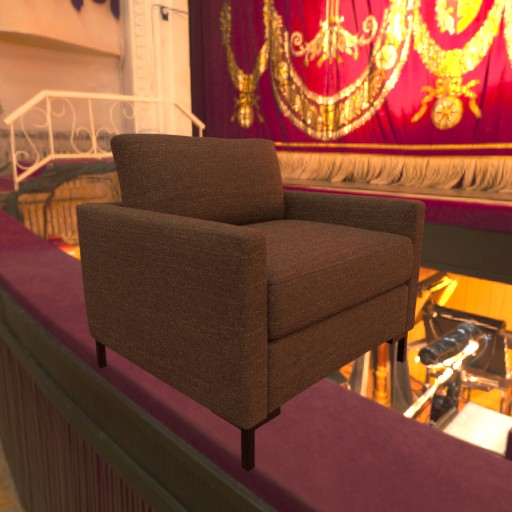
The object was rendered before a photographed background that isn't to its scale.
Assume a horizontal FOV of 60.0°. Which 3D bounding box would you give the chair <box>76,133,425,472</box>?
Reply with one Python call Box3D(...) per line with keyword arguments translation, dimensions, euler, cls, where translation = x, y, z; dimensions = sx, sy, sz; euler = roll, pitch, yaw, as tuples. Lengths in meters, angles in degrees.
Box3D(translation=(0.000, 0.000, 1.577), dimensions=(0.845, 0.841, 0.940), euler=(13, 18, 43), cls="chair")
